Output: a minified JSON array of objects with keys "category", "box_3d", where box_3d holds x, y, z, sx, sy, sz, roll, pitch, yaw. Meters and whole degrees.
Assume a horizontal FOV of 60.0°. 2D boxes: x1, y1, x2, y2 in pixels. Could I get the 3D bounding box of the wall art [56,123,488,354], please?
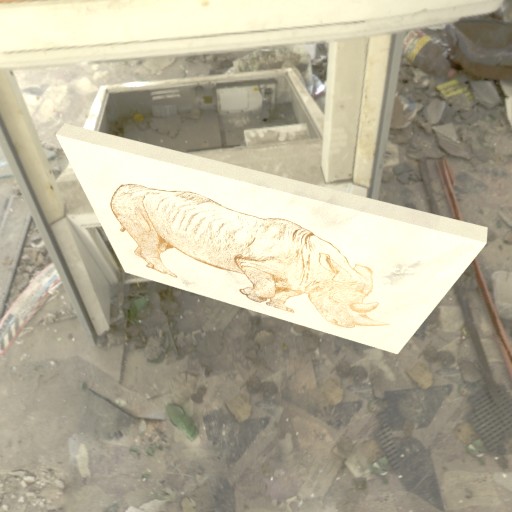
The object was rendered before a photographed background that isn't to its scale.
[{"category":"wall art","box_3d":[0.000,0.000,1.168,0.915,0.610,0.038,16,60,9]}]
